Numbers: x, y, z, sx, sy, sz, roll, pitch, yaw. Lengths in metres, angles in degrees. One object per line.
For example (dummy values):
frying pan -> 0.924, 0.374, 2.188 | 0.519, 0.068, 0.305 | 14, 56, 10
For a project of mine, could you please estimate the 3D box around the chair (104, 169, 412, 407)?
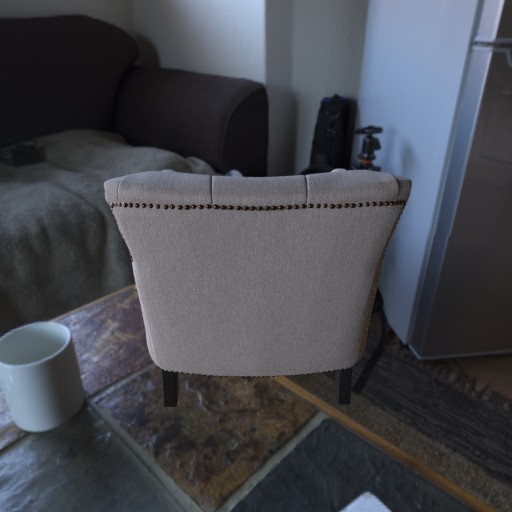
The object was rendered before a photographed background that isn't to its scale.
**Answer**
chair -> 0.000, 0.000, 1.513 | 0.737, 0.823, 0.902 | 0, 29, -1
